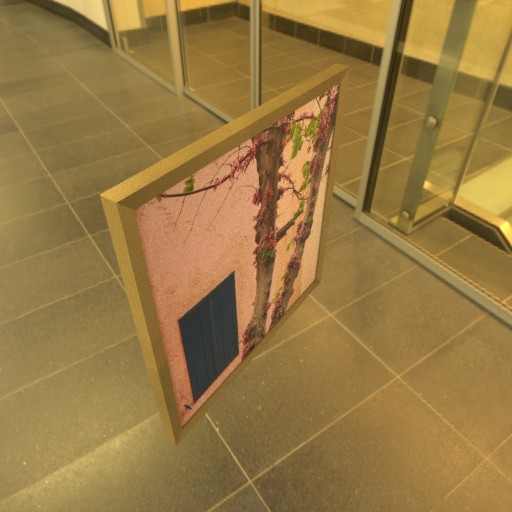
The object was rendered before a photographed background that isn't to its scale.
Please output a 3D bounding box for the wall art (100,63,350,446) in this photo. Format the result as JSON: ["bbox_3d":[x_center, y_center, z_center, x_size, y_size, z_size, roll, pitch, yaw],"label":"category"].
[{"bbox_3d":[0.000,0.000,1.152,0.038,0.762,0.762,25,47,26],"label":"wall art"}]
